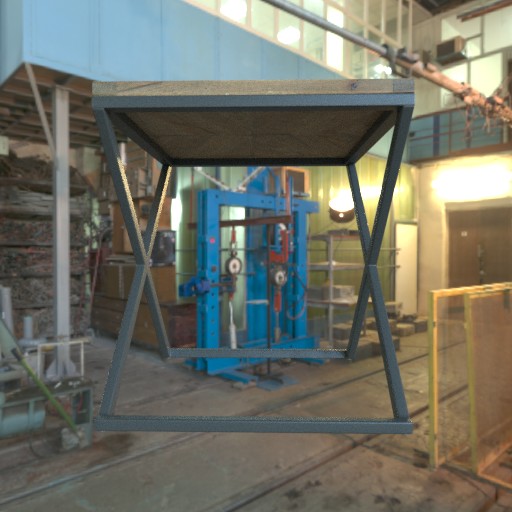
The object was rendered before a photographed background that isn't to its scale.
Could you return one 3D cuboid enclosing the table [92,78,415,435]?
[{"bbox_3d":[0.000,0.000,0.931,0.499,0.550,0.498,0,1,1],"label":"table"}]
